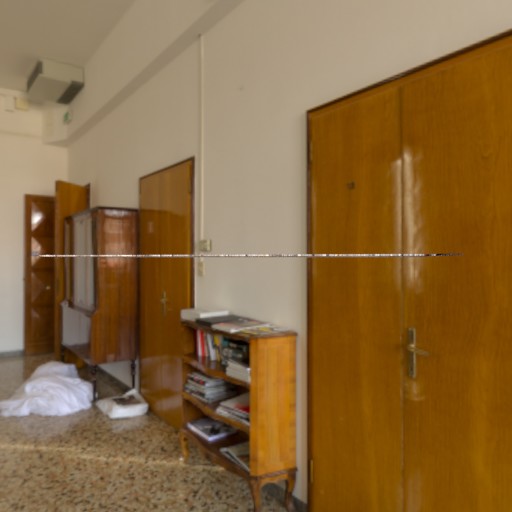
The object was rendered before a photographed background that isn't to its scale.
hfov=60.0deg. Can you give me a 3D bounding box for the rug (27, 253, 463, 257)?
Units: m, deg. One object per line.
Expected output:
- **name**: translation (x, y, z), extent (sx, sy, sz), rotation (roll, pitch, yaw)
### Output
- **rug**: translation (0.000, 0.000, 2.302), extent (1.848, 0.012, 1.217), rotation (0, 0, 19)
